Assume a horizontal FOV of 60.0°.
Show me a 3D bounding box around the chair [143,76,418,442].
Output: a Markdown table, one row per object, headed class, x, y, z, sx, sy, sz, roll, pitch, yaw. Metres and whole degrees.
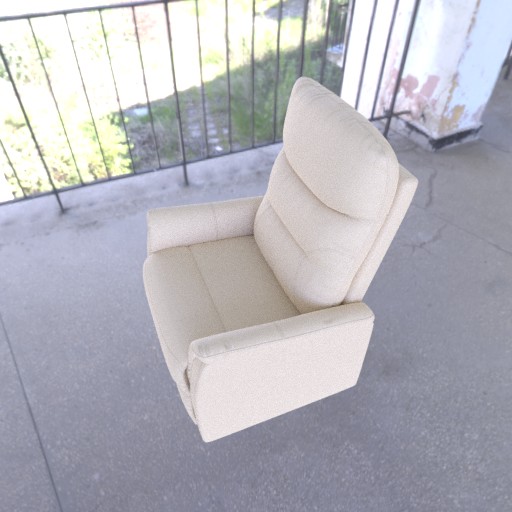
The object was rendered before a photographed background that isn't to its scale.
| class | x | y | z | sx | sy | sz | roll | pitch | yaw |
| --- | --- | --- | --- | --- | --- | --- | --- | --- | --- |
| chair | 0.000 | 0.000 | 1.654 | 0.831 | 1.082 | 0.775 | -15 | 46 | -16 |
